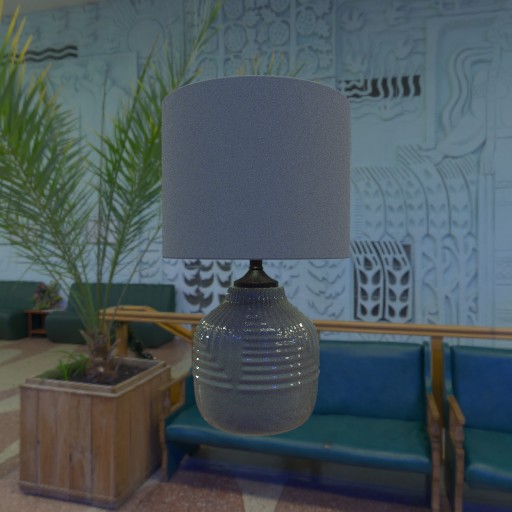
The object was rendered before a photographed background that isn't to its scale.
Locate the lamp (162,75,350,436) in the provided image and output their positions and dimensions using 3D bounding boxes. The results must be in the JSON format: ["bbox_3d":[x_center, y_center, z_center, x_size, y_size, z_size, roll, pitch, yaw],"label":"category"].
[{"bbox_3d":[0.000,0.000,0.767,0.318,0.567,0.318,0,1,0],"label":"lamp"}]
